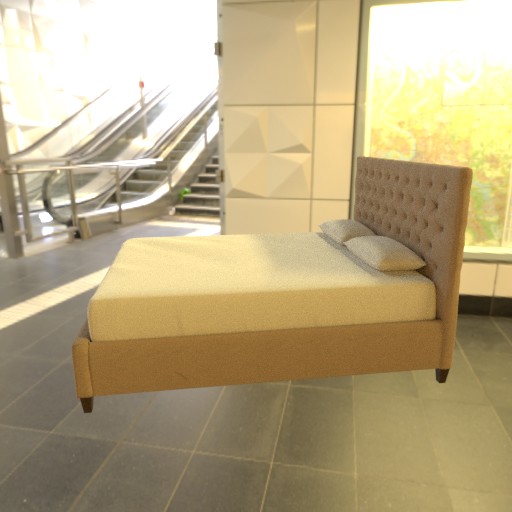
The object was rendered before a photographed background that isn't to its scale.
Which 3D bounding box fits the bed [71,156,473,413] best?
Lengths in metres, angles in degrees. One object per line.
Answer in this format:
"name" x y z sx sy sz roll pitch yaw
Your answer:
"bed" 0.000 0.000 3.408 2.387 1.427 1.698 -2 15 -8
